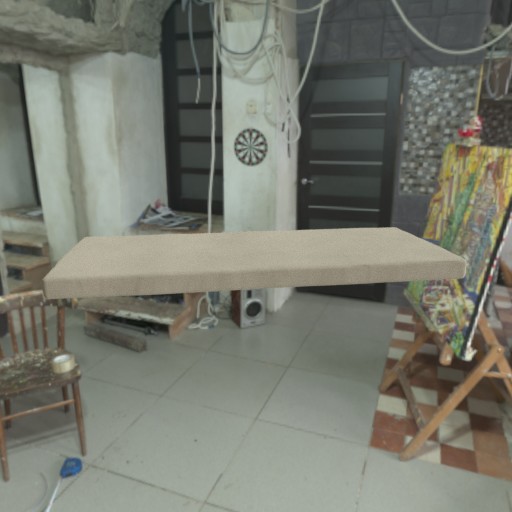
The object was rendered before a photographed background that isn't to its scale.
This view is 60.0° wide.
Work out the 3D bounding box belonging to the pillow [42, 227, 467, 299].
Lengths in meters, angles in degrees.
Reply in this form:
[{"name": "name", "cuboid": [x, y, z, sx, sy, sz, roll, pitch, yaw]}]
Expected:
[{"name": "pillow", "cuboid": [0.000, 0.000, 1.405, 1.187, 0.081, 0.492, -2, 16, -8]}]
